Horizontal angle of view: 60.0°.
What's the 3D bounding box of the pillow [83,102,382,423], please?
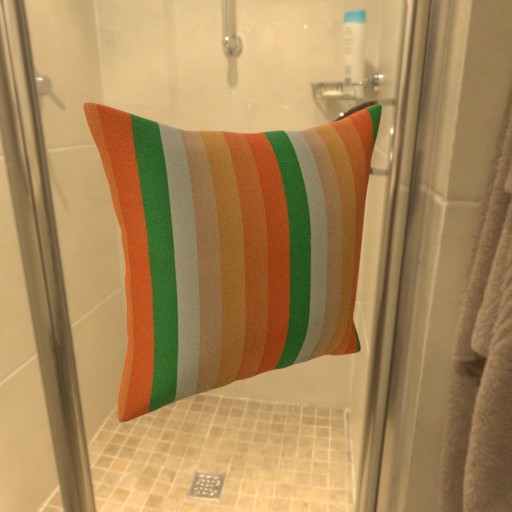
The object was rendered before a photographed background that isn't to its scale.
[{"bbox_3d":[0.000,0.000,0.680,0.453,0.444,0.169,-9,20,-26],"label":"pillow"}]
